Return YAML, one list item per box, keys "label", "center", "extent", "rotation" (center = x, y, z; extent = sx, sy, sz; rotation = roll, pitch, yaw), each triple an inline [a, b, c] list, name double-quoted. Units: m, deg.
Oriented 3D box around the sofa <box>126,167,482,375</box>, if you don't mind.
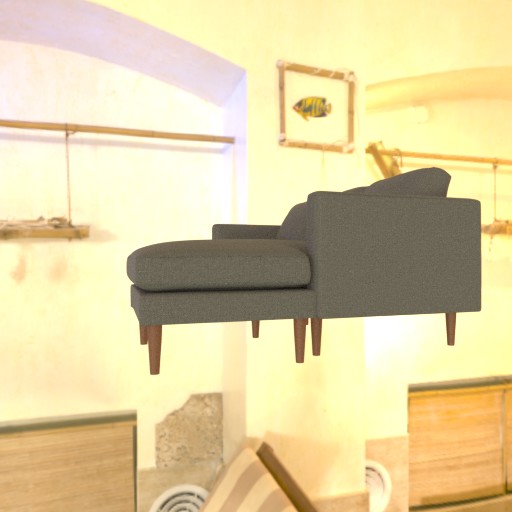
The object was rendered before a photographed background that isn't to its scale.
- label: "sofa"
  center: [0.000, 0.000, 2.790]
  extent: [1.591, 0.897, 2.031]
  rotation: [0, 0, -18]
